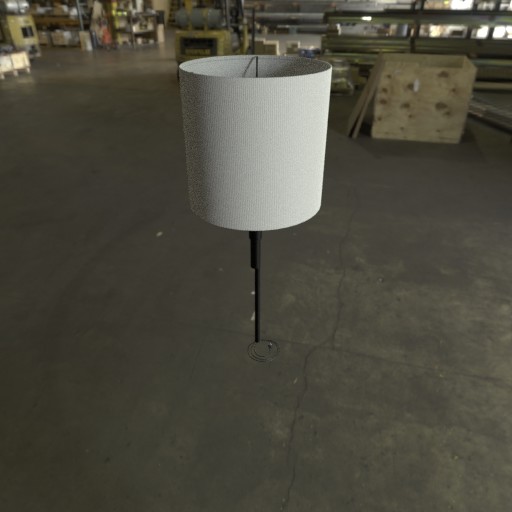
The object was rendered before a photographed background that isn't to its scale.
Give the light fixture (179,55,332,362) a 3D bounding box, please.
[{"bbox_3d":[0.000,0.000,0.727,0.188,0.589,0.248,1,31,1],"label":"light fixture"}]
